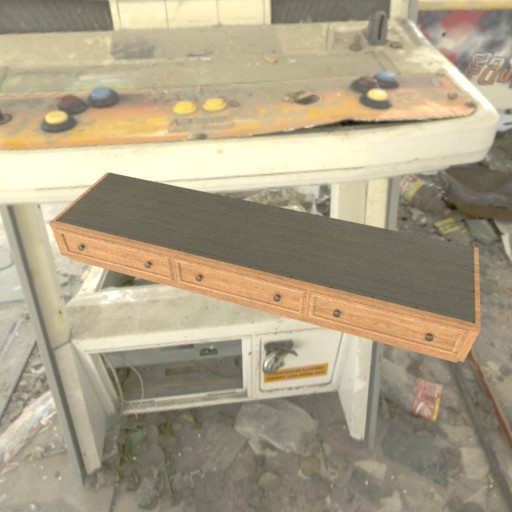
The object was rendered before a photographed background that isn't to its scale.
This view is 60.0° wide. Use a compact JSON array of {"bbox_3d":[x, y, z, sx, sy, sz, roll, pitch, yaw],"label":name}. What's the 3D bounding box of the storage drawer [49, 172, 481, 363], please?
[{"bbox_3d":[0.000,0.000,2.239,2.032,0.264,0.538,13,43,14],"label":"storage drawer"}]
